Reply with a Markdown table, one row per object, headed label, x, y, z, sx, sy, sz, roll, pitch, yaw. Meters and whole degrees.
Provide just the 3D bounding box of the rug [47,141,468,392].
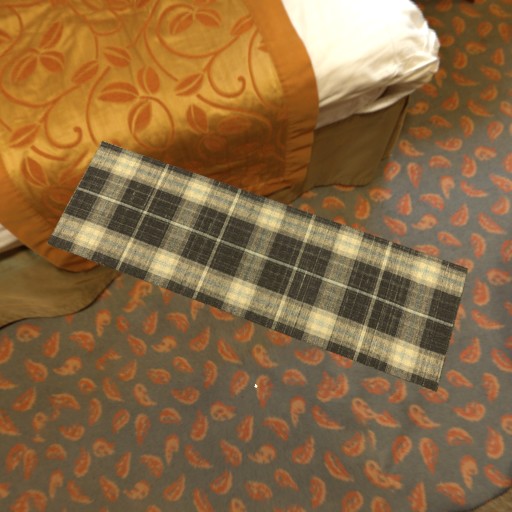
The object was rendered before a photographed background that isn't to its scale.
| label | x | y | z | sx | sy | sz | roll | pitch | yaw |
| --- | --- | --- | --- | --- | --- | --- | --- | --- | --- |
| rug | 0.000 | 0.000 | 2.671 | 2.434 | 0.012 | 0.760 | 20 | 75 | 6 |
